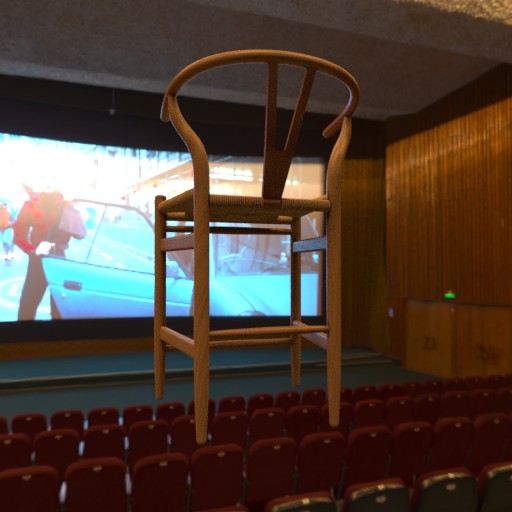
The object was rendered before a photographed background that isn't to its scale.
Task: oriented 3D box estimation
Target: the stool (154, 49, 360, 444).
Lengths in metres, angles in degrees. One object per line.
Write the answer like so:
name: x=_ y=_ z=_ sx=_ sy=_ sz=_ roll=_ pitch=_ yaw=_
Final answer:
stool: x=0.000 y=0.000 z=1.270 sx=0.536 sy=0.923 sz=0.575 roll=0 pitch=-1 yaw=-18
